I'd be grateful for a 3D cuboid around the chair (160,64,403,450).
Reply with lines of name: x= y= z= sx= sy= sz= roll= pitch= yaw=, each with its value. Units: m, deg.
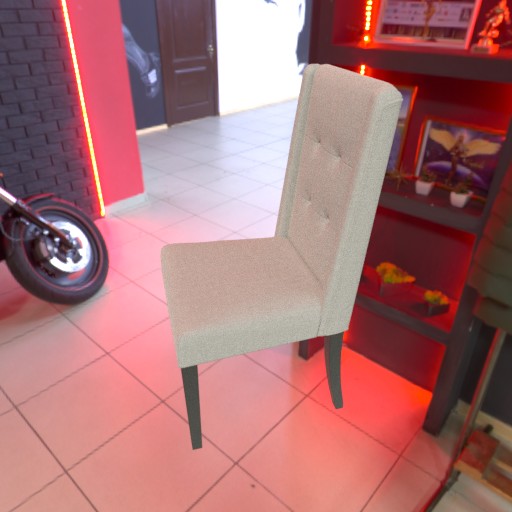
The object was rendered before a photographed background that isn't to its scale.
chair: x=0.000 y=0.000 z=1.265 sx=0.523 sy=0.961 sz=0.474 roll=-8 pitch=31 yaw=-13
